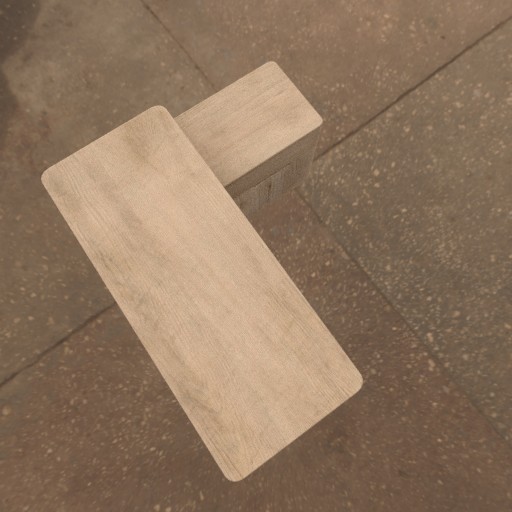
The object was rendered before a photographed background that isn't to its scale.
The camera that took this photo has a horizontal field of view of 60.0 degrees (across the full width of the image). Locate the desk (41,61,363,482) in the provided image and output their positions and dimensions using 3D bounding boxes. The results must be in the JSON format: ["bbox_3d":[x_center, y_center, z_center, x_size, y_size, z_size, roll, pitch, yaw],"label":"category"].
[{"bbox_3d":[0.000,0.000,2.099,1.175,0.770,1.400,-34,78,-8],"label":"desk"}]
